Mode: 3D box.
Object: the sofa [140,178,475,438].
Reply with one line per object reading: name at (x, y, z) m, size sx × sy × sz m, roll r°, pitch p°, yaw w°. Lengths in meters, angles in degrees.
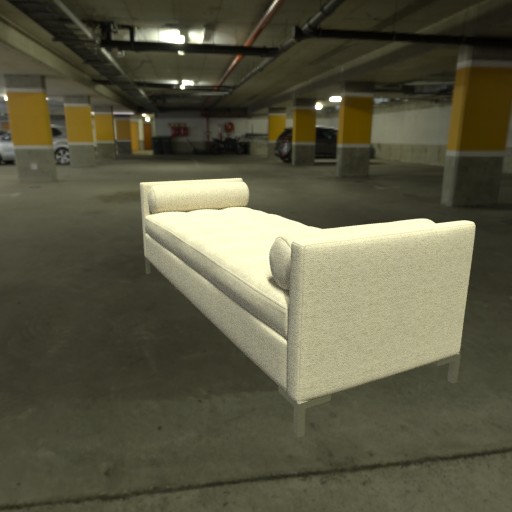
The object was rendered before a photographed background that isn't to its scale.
sofa at (0.000, 0.000, 2.435) m, size 0.797 × 0.655 × 2.102 m, roll -8°, pitch 17°, yaw -26°
